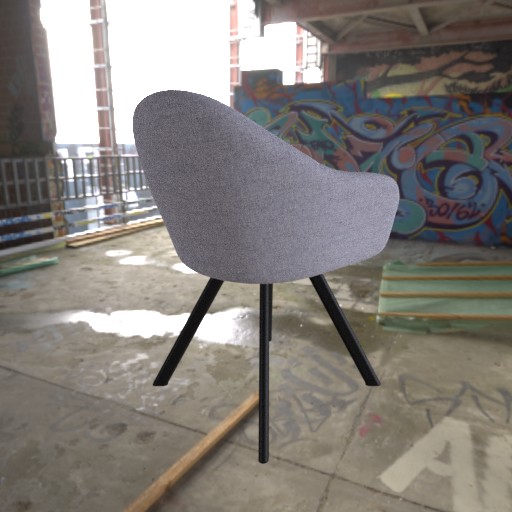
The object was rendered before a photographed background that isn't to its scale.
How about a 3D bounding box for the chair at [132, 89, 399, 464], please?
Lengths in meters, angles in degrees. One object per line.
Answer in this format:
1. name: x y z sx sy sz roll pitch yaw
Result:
1. chair: 0.000 0.000 1.159 0.570 0.780 0.540 -13 19 -42
